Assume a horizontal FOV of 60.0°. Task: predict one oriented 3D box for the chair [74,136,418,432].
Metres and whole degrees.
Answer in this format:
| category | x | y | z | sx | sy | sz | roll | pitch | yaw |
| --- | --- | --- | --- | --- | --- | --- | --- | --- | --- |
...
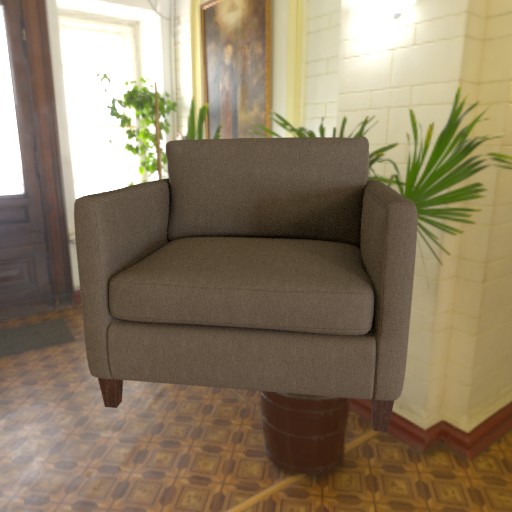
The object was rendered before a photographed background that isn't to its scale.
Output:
| category | x | y | z | sx | sy | sz | roll | pitch | yaw |
| --- | --- | --- | --- | --- | --- | --- | --- | --- | --- |
| chair | 0.000 | 0.000 | 1.833 | 1.107 | 0.963 | 0.959 | 2 | 14 | 8 |
